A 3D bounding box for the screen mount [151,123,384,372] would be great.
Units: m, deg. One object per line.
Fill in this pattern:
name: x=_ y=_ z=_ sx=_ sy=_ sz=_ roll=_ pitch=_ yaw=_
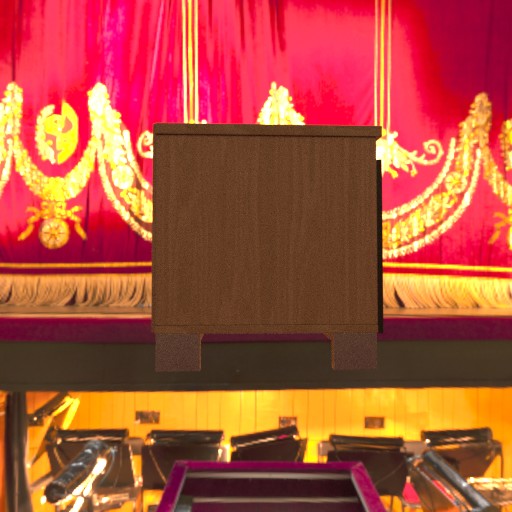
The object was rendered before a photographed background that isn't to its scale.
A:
screen mount: x=0.000 y=0.000 z=1.315 sx=0.406 sy=0.432 sz=1.084 roll=0 pitch=-2 yaw=-2
